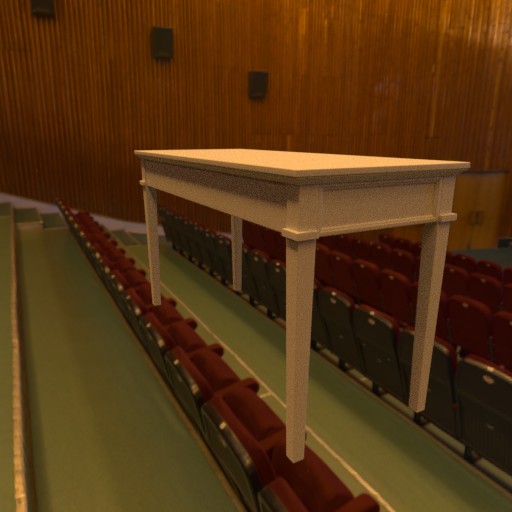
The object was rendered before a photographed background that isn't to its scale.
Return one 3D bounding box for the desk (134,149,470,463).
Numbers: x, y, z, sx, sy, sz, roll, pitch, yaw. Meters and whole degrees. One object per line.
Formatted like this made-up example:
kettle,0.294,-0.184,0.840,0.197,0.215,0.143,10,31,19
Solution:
desk,0.000,0.000,1.739,0.559,0.774,1.372,-8,17,-28
